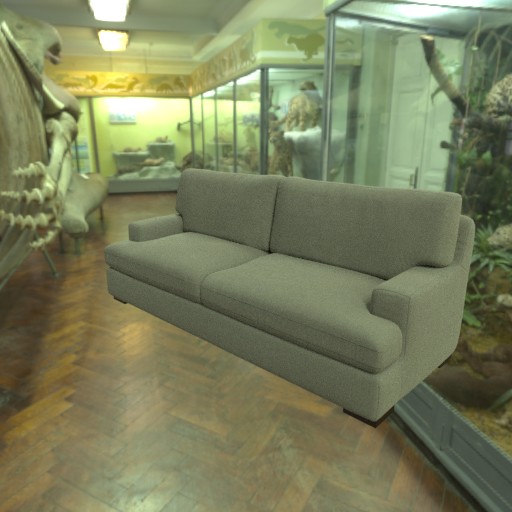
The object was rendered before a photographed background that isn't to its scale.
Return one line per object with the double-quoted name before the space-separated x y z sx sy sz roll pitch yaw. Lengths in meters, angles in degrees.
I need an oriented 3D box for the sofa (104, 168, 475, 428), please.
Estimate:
"sofa" 0.000 0.000 2.878 2.354 0.980 0.962 15 21 42
